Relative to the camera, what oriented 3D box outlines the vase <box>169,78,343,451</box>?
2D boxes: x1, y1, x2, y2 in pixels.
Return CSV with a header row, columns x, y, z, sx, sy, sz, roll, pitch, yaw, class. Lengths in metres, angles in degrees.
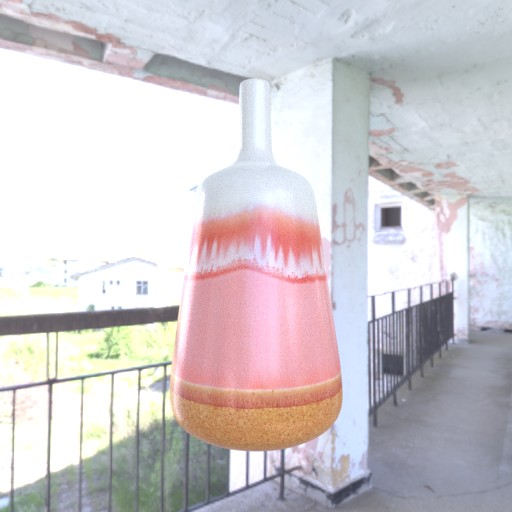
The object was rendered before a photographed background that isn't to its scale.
x,y,z,sx,sy,sz,roll,pitch,yaw,class
0.000,0.000,0.379,0.144,0.296,0.144,0,-1,0,vase
